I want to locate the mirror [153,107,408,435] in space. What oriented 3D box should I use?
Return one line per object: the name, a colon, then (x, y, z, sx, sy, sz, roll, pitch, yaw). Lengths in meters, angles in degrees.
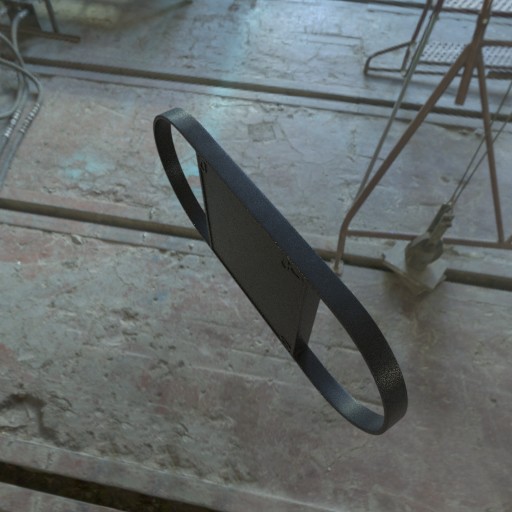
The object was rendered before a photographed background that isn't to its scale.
mirror: (0.000, 0.000, 0.661, 0.032, 0.254, 0.584, -30, 63, -17)
